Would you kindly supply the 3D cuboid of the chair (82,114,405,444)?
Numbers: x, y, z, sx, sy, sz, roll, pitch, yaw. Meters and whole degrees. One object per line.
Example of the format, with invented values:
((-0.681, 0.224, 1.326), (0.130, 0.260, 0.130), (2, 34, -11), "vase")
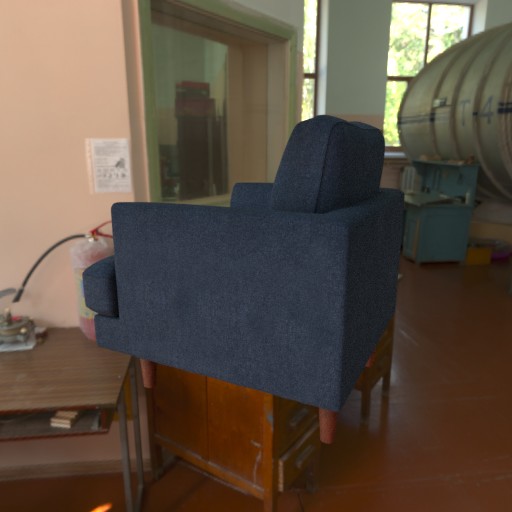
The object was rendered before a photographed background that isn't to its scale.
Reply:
((0.000, 0.000, 1.630), (0.899, 0.957, 0.858), (7, 16, 26), "chair")
